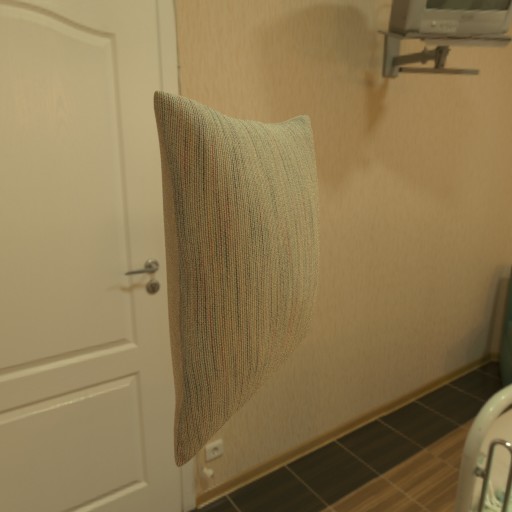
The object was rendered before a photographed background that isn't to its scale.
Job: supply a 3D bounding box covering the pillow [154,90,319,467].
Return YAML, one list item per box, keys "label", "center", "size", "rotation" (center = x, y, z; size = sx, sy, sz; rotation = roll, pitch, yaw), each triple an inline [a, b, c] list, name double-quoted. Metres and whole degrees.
- label: "pillow"
  center: [0.000, 0.000, 0.787]
  size: [0.178, 0.506, 0.512]
  rotation: [7, 16, 26]
